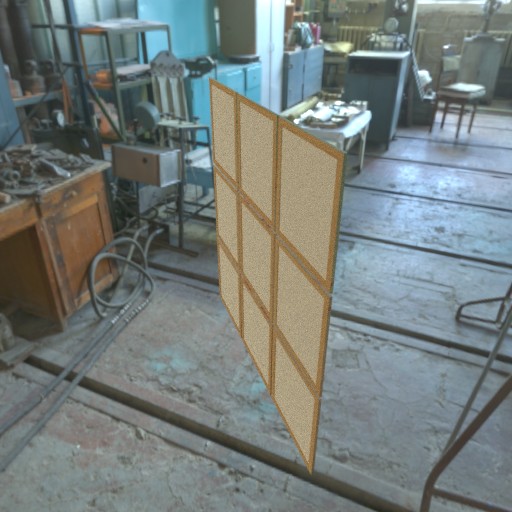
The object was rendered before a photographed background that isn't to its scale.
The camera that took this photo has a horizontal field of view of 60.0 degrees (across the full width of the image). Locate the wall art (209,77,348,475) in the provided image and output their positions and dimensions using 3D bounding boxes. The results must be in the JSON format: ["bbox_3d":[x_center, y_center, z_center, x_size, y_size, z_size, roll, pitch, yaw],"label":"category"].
[{"bbox_3d":[0.000,0.000,2.289,0.013,1.523,1.517,-10,32,-17],"label":"wall art"}]
